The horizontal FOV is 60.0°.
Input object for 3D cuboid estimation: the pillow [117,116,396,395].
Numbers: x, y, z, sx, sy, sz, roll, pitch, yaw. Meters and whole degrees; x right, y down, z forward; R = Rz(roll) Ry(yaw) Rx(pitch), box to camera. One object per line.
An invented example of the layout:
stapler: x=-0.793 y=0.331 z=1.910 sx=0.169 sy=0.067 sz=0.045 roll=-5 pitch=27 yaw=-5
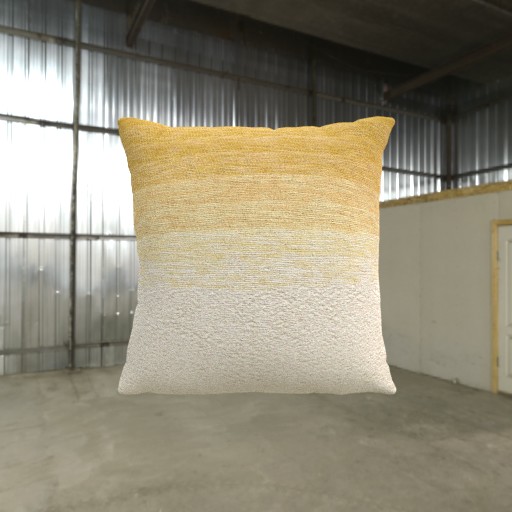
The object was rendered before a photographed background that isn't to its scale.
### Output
pillow: x=0.000 y=0.000 z=0.719 sx=0.450 sy=0.450 sz=0.211 roll=0 pitch=0 yaw=1
